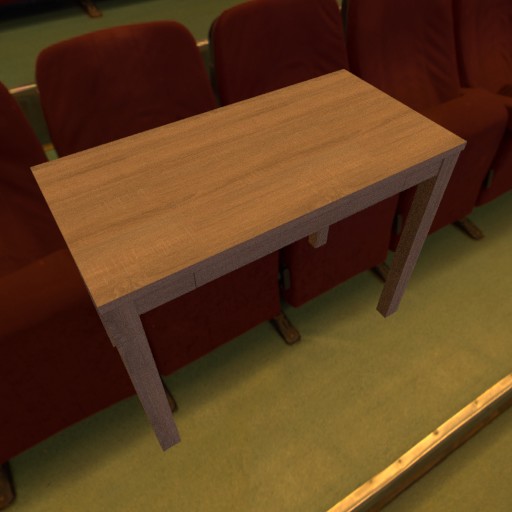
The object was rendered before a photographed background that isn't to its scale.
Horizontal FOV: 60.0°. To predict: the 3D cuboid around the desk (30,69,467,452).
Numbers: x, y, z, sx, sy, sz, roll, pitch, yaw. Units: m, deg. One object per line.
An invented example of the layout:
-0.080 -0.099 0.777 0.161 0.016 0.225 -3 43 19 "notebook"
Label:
0.000 0.000 1.400 0.991 0.762 0.495 -25 52 -21 "desk"
